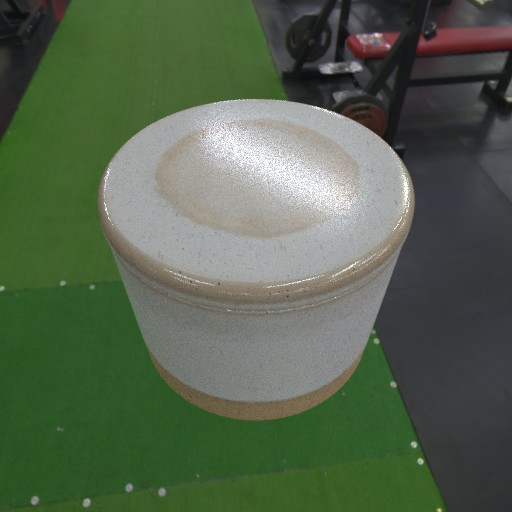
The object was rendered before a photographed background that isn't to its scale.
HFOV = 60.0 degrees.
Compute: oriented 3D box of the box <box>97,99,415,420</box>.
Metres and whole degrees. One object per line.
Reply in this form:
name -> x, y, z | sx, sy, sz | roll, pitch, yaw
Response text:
box -> 0.000, 0.000, 0.261 | 0.154, 0.123, 0.154 | 0, 46, 0
